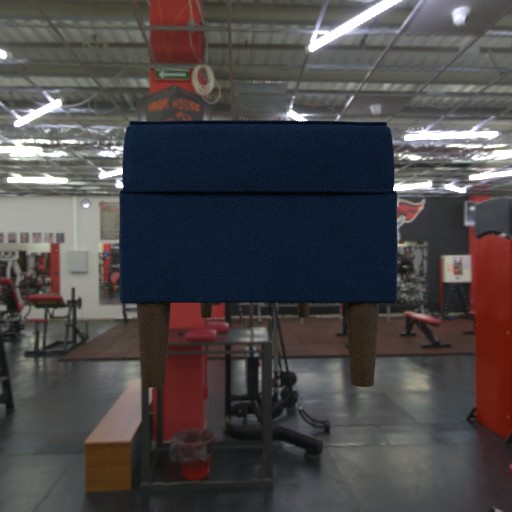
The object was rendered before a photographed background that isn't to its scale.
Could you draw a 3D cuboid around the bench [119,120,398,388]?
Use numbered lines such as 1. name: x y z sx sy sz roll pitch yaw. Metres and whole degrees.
1. bench: 0.000 0.000 1.256 0.489 0.467 1.010 0 0 -1
